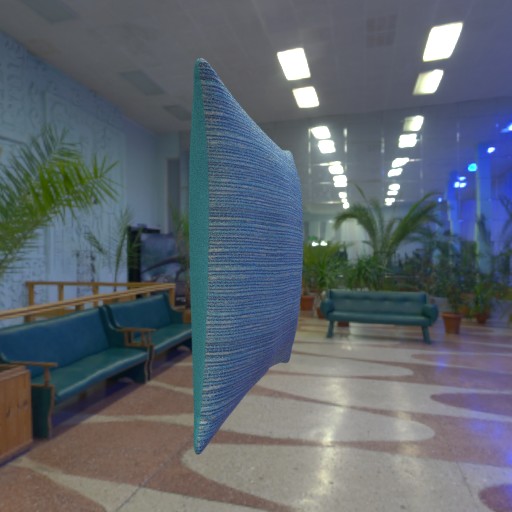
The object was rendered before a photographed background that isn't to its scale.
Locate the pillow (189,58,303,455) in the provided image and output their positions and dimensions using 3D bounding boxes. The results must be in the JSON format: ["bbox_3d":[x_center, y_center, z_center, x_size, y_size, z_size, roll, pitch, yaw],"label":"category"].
[{"bbox_3d":[0.000,0.000,0.792,0.150,0.497,0.514,0,0,17],"label":"pillow"}]
